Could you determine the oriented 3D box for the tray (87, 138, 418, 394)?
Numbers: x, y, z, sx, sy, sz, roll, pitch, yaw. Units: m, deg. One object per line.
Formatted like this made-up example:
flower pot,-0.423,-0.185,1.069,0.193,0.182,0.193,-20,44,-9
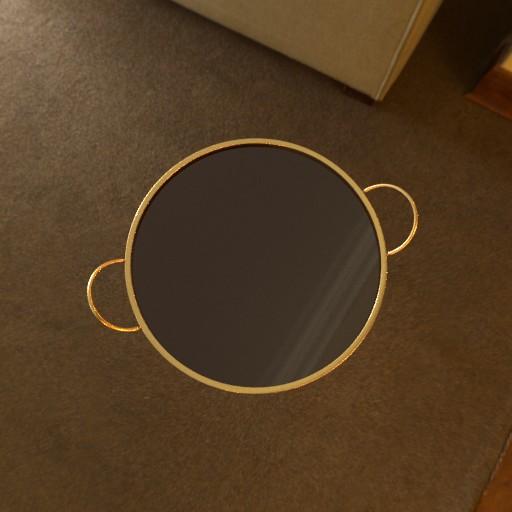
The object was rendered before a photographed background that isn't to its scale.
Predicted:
tray,0.000,0.000,0.735,0.543,0.069,0.438,-16,77,-4
